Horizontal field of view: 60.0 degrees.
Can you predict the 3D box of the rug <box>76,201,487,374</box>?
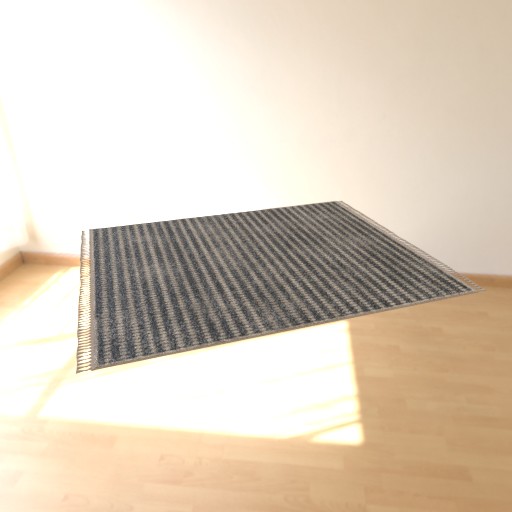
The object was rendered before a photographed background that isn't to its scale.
[{"bbox_3d":[0.000,0.000,3.873,2.910,0.013,2.256,-8,27,-17],"label":"rug"}]
